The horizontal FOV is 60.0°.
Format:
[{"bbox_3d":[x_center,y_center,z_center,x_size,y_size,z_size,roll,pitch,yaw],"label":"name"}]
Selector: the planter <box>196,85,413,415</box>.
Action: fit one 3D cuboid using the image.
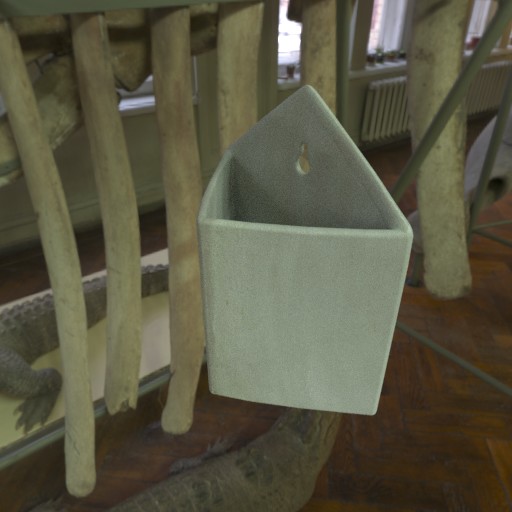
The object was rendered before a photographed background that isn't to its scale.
[{"bbox_3d":[0.000,0.000,0.276,0.080,0.194,0.163,-22,38,-31],"label":"planter"}]
